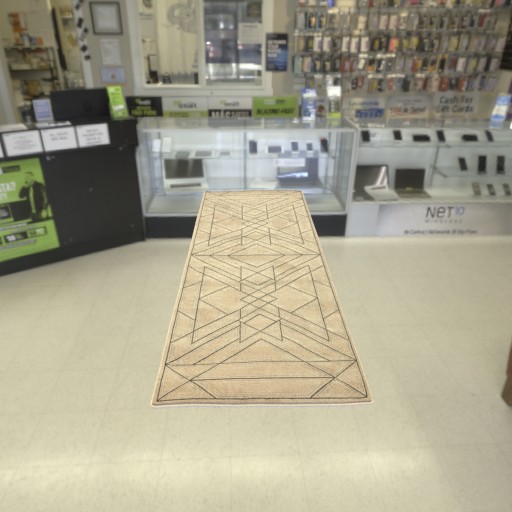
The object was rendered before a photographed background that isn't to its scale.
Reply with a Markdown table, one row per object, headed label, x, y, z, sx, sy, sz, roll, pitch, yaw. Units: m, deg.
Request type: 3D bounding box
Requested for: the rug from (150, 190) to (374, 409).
| label | x | y | z | sx | sy | sz | roll | pitch | yaw |
| --- | --- | --- | --- | --- | --- | --- | --- | --- | --- |
| rug | 0.000 | 0.000 | 2.683 | 0.831 | 0.036 | 2.381 | 0 | 28 | -1 |
